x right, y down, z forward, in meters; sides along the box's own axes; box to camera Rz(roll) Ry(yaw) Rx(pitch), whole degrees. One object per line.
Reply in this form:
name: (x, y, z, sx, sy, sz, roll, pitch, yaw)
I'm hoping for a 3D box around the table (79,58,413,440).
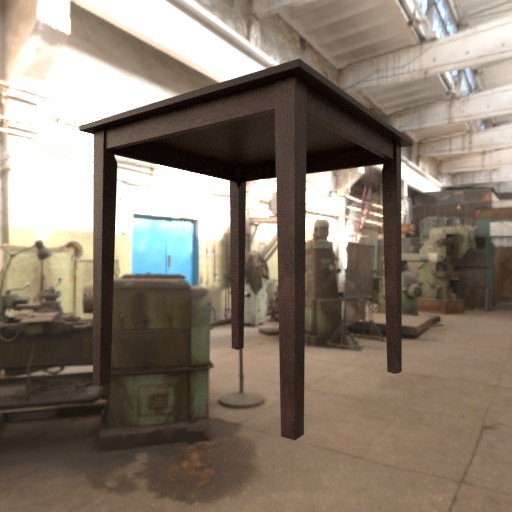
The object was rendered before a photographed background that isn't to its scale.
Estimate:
table: (0.000, 0.000, 1.390, 0.749, 0.770, 0.749, 0, -1, 36)
